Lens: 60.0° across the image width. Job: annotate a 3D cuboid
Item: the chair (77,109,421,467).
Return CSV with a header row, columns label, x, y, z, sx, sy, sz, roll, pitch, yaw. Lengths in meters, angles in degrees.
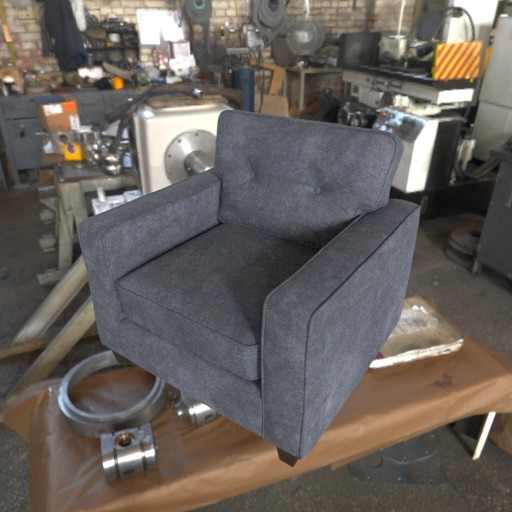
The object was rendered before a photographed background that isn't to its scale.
label,x,y,z,sx,sy,sz,roll,pitch,yaw
chair,0.000,0.000,1.776,1.015,0.965,0.939,19,34,30
